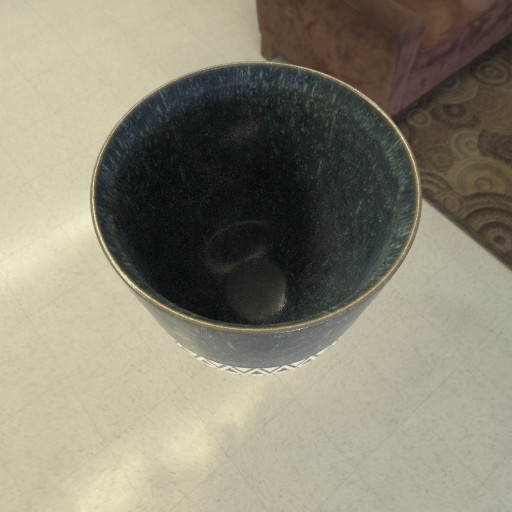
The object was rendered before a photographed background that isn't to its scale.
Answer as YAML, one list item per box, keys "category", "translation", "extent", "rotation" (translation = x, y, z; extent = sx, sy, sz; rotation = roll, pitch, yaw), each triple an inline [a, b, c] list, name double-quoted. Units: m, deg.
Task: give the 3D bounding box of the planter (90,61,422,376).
- category: "planter"
  translation: [0.000, 0.000, 0.358]
  extent: [0.195, 0.214, 0.195]
  rotation: [0, 63, 0]
